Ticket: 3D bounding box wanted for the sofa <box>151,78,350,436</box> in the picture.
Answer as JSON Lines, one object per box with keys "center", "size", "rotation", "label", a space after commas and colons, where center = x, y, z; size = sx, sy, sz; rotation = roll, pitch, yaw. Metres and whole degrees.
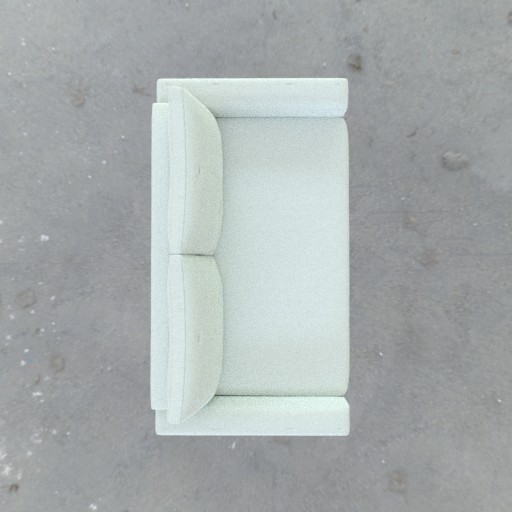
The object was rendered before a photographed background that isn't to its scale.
{"center": [0.000, 0.000, 2.142], "size": [0.920, 0.790, 1.650], "rotation": [0, 89, 0], "label": "sofa"}
